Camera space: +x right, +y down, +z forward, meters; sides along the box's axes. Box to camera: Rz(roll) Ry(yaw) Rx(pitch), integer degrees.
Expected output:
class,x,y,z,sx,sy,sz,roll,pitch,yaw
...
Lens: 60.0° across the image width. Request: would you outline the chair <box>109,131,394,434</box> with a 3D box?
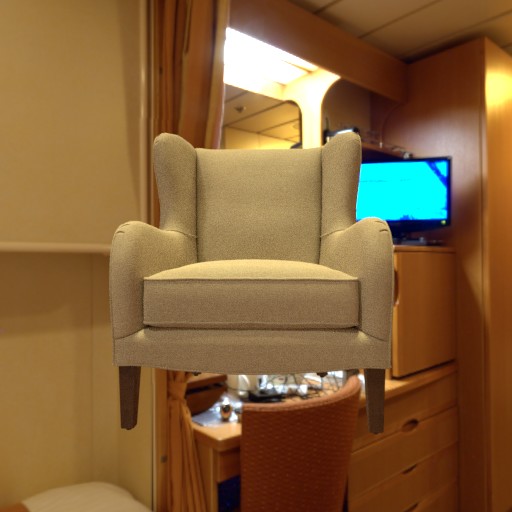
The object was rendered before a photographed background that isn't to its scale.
class,x,y,z,sx,sy,sz,roll,pitch,yaw
chair,0.000,0.000,1.719,0.838,1.040,0.966,0,-1,3
